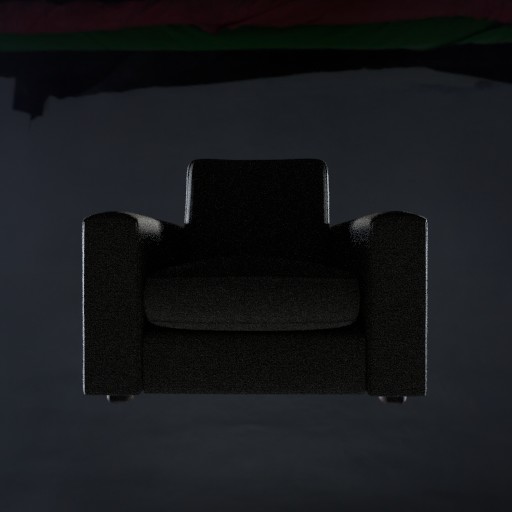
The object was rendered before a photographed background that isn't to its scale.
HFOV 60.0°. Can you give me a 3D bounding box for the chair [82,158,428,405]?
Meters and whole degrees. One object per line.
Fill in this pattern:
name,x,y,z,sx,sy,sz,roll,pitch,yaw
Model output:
chair,0.000,0.000,1.737,1.005,0.873,1.016,0,1,1
